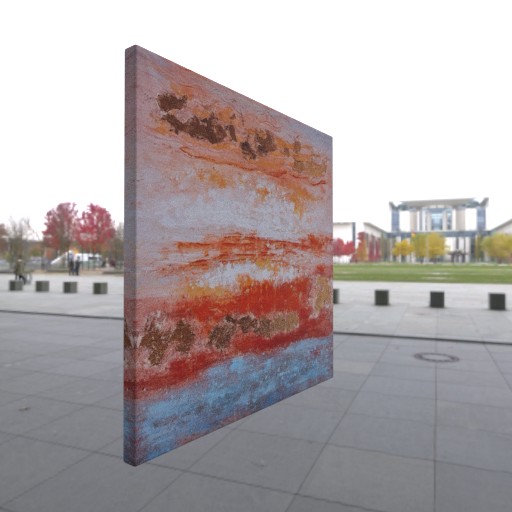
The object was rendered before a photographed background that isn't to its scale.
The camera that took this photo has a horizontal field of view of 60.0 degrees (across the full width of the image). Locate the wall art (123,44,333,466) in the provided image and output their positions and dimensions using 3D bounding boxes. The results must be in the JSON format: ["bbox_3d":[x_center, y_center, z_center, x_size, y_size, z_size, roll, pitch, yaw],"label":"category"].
[{"bbox_3d":[0.000,0.000,1.086,0.035,0.747,0.747,0,-1,37],"label":"wall art"}]
